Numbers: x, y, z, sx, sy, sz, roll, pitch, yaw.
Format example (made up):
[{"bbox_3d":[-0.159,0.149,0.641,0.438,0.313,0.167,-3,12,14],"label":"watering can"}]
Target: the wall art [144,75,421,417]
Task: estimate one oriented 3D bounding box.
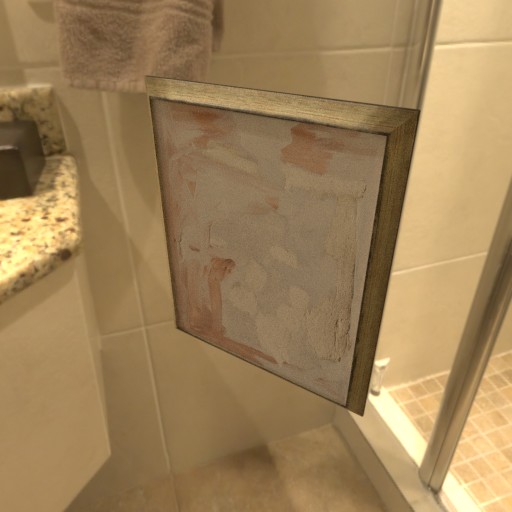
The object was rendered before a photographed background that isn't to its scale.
[{"bbox_3d":[0.000,0.000,0.644,0.381,0.457,0.023,19,36,28],"label":"wall art"}]
